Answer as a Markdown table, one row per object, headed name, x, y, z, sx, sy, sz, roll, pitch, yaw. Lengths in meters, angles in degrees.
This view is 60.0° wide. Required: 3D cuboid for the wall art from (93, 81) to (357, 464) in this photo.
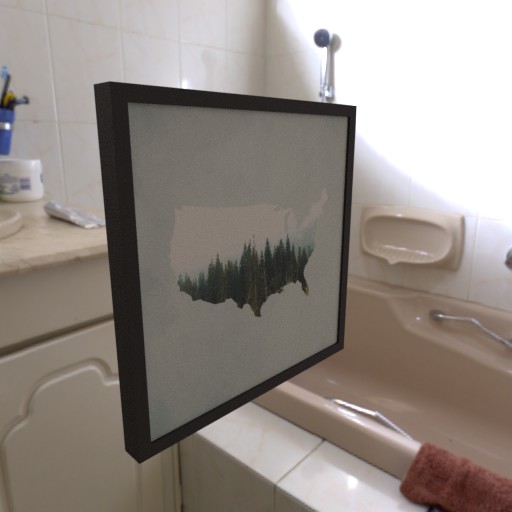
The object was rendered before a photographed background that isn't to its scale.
| name | x | y | z | sx | sy | sz | roll | pitch | yaw |
| --- | --- | --- | --- | --- | --- | --- | --- | --- | --- |
| wall art | 0.000 | 0.000 | 0.753 | 0.040 | 0.509 | 0.509 | 14 | 20 | 43 |
